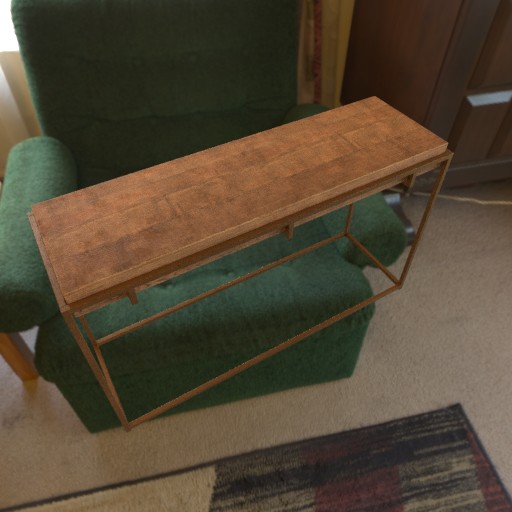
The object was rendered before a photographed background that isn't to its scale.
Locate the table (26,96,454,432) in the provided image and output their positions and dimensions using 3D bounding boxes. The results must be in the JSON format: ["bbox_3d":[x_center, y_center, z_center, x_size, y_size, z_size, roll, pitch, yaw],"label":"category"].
[{"bbox_3d":[0.000,0.000,1.764,1.400,0.820,0.440,-23,51,-20],"label":"table"}]
